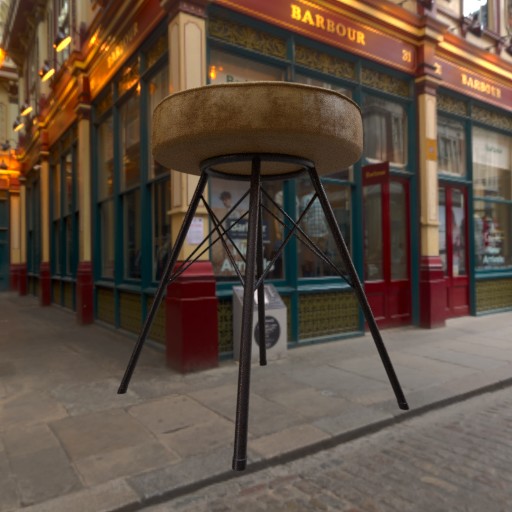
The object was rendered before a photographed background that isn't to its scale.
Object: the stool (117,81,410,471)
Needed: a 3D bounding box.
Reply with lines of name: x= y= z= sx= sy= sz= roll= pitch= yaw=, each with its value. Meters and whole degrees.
stool: x=0.000 y=0.000 z=0.917 sx=0.438 sy=0.595 sz=0.472 roll=0 pitch=0 yaw=-36
